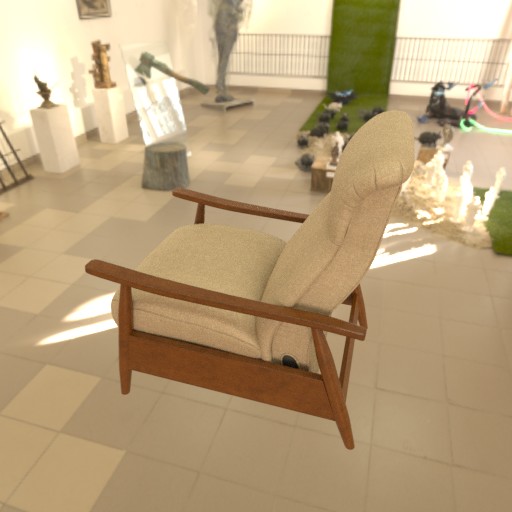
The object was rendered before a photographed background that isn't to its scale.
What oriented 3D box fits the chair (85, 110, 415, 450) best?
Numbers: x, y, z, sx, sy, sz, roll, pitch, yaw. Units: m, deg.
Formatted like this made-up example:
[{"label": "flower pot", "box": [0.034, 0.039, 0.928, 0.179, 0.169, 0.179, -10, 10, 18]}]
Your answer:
[{"label": "chair", "box": [0.000, 0.000, 1.766, 1.030, 1.082, 0.762, 8, 32, 14]}]
